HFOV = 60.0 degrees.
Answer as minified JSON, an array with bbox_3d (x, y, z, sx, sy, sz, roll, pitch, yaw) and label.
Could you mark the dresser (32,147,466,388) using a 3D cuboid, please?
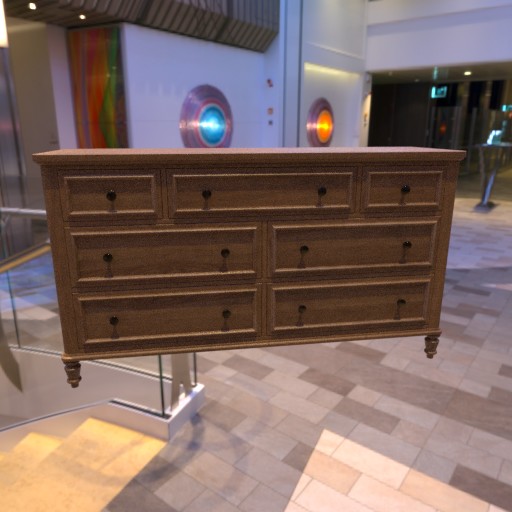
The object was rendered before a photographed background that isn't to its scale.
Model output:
[{"bbox_3d":[0.000,0.000,1.917,1.583,0.892,0.468,-2,16,-8],"label":"dresser"}]
